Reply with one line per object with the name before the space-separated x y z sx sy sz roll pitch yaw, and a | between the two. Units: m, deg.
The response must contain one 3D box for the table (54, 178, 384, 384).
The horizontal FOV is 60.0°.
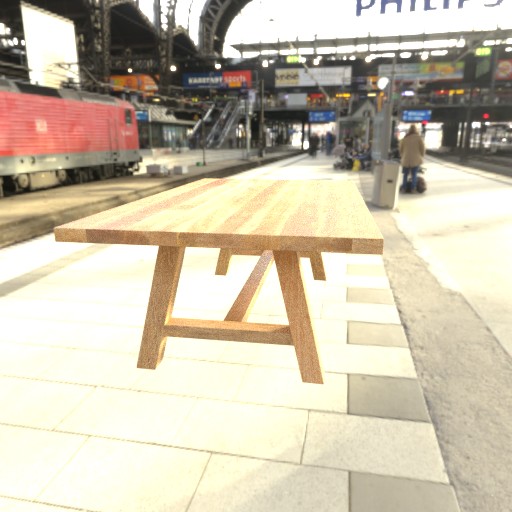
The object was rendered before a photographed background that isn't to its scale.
table | 0.000 0.000 1.680 0.760 0.455 1.320 2 15 9
